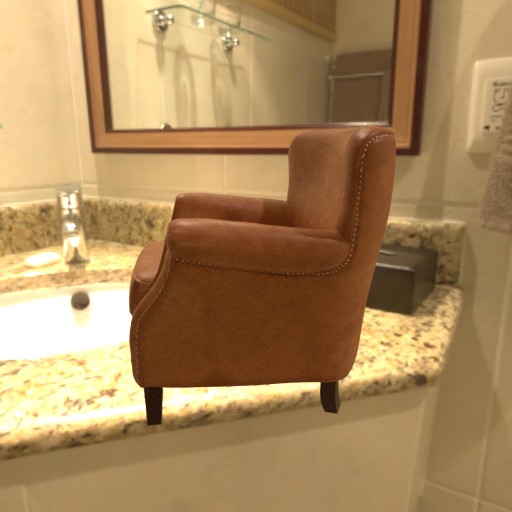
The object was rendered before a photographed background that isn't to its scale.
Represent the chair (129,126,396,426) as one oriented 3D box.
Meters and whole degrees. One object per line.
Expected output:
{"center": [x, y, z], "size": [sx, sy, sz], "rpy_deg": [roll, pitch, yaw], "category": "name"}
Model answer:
{"center": [0.000, 0.000, 1.681], "size": [0.921, 0.936, 0.861], "rpy_deg": [-2, 15, -8], "category": "chair"}
